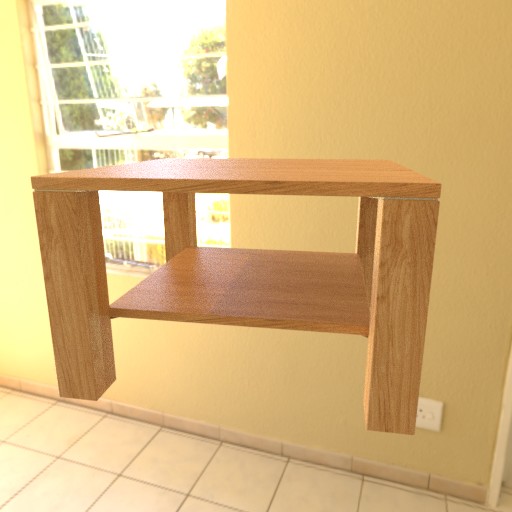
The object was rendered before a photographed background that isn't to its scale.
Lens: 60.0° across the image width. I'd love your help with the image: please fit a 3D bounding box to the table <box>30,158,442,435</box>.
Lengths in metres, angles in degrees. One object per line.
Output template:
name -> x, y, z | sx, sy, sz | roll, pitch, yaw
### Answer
table -> 0.000, 0.000, 1.127 | 0.700, 0.450, 0.700 | 3, 15, 10
